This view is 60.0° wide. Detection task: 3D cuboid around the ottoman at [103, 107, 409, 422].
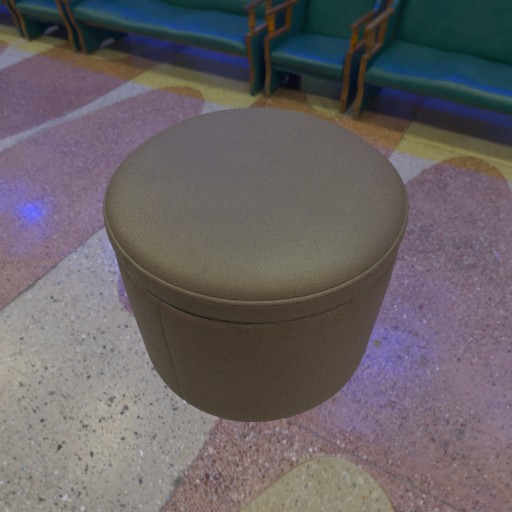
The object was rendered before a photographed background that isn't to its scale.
[{"bbox_3d":[0.000,0.000,0.859,0.500,0.409,0.500,0,47,0],"label":"ottoman"}]
